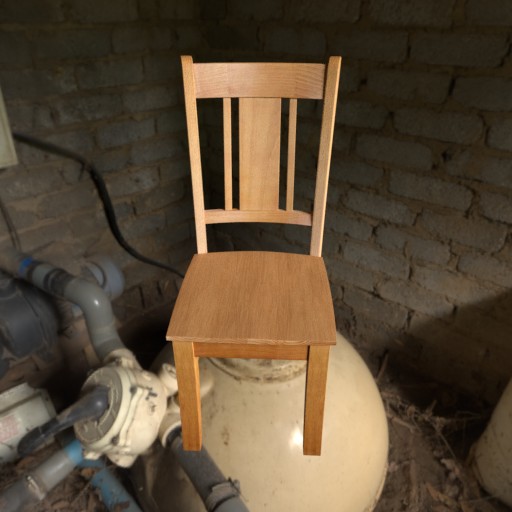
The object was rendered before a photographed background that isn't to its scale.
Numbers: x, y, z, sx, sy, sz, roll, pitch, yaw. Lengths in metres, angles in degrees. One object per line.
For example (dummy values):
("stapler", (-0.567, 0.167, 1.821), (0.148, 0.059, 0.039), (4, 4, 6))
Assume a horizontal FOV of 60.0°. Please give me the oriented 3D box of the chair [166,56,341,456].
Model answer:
("chair", (0.000, 0.000, 1.262), (0.450, 0.998, 0.556), (1, 29, 2))
